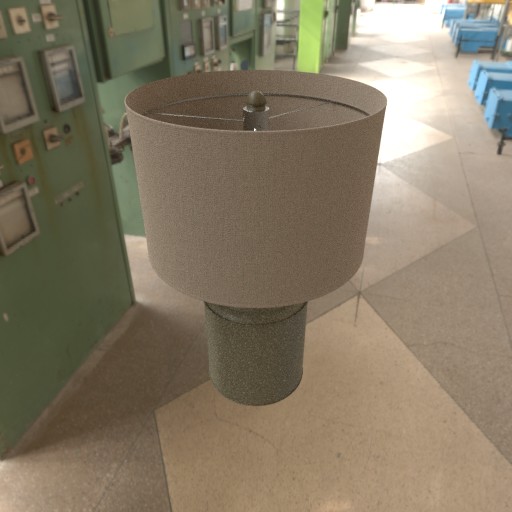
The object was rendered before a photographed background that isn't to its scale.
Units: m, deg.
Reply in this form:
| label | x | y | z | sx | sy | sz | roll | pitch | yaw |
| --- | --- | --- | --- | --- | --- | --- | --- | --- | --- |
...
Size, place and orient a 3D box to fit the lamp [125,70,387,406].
| label | x | y | z | sx | sy | sz | roll | pitch | yaw |
| --- | --- | --- | --- | --- | --- | --- | --- | --- | --- |
| lamp | 0.000 | 0.000 | 0.681 | 0.318 | 0.486 | 0.318 | 0 | 32 | 0 |
